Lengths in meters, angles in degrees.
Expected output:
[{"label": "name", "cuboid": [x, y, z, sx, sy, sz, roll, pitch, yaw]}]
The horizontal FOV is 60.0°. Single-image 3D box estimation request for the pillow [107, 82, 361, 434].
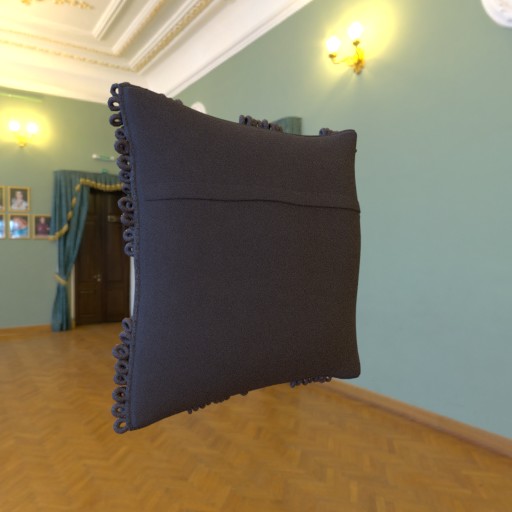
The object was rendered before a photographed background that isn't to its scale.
[{"label": "pillow", "cuboid": [0.000, 0.000, 0.713, 0.470, 0.467, 0.172, -1, 1, -36]}]
